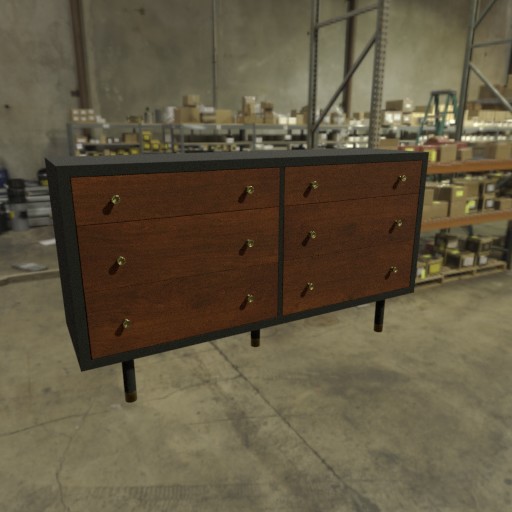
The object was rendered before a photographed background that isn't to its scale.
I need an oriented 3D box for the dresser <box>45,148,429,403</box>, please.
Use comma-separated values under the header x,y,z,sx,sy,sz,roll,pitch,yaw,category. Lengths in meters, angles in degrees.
x,y,z,sx,sy,sz,roll,pitch,yaw,category
0.000,0.000,1.950,1.558,0.872,0.463,-9,18,-27,dresser
